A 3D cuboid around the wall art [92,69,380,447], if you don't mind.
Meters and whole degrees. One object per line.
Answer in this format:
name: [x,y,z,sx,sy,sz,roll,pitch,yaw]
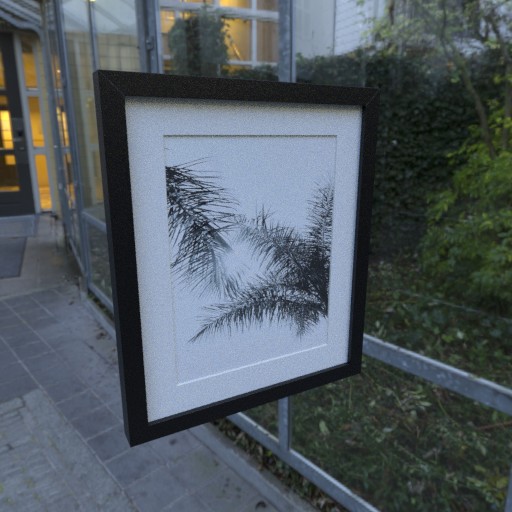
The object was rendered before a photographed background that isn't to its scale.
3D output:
wall art: [0.000,0.000,0.517,0.325,0.380,0.028,-8,17,-28]
